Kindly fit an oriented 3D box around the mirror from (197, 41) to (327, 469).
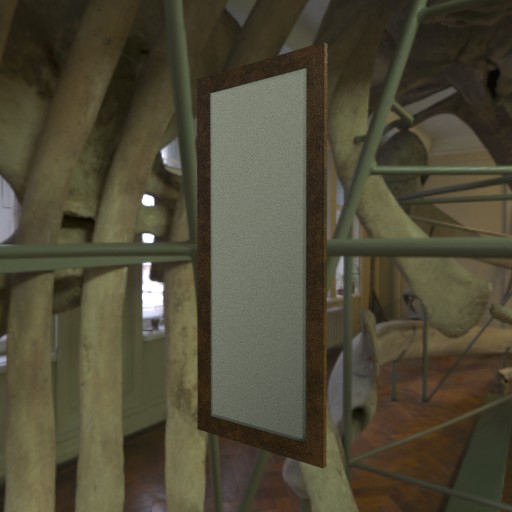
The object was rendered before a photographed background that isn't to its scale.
[{"bbox_3d":[0.000,0.000,2.355,0.812,2.031,0.032,1,1,35],"label":"mirror"}]
